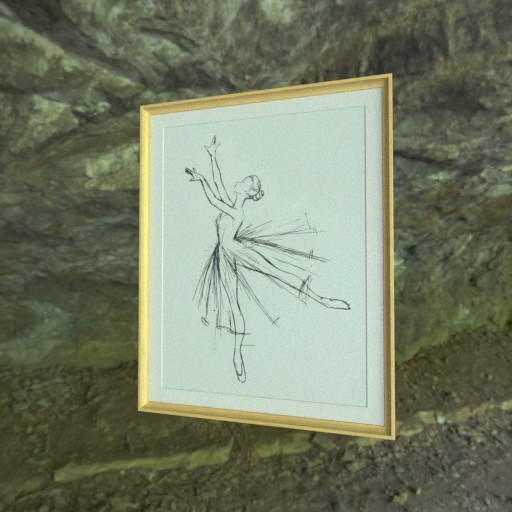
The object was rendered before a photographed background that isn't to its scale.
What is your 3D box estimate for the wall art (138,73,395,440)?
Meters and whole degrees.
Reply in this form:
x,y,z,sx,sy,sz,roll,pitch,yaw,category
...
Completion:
x,y,z,sx,sy,sz,roll,pitch,yaw,category
0.000,0.000,1.347,0.798,1.002,0.030,0,-2,18,wall art
